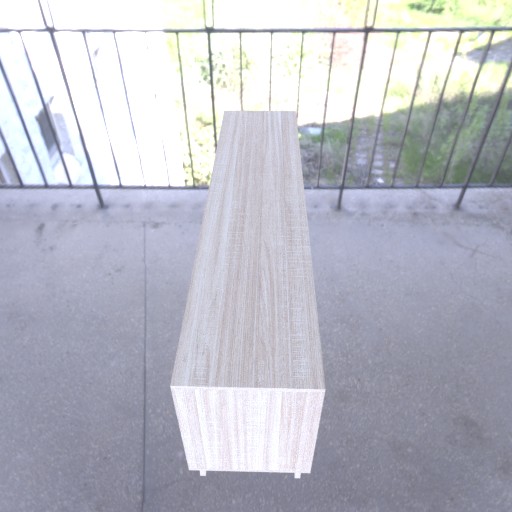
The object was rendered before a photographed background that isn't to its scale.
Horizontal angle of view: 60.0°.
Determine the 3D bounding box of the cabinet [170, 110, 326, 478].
[{"bbox_3d":[0.000,0.000,2.512,0.500,0.780,2.200,1,41,1],"label":"cabinet"}]
